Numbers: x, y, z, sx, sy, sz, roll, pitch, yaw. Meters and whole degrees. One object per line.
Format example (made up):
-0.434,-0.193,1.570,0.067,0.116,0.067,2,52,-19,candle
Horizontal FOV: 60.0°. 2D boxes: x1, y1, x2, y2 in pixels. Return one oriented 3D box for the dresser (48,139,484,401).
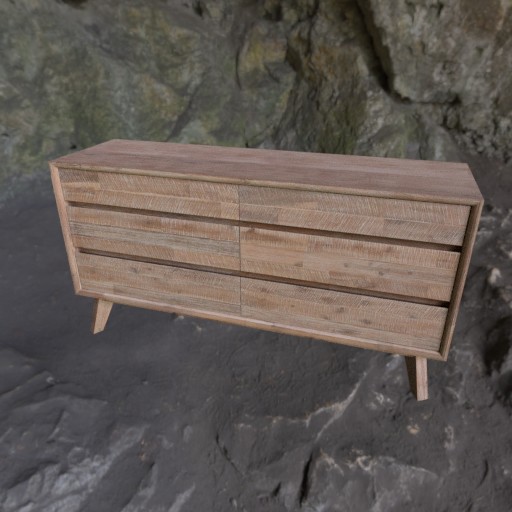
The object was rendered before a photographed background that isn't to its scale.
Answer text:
0.000,0.000,1.888,1.554,0.805,0.455,8,27,15,dresser
